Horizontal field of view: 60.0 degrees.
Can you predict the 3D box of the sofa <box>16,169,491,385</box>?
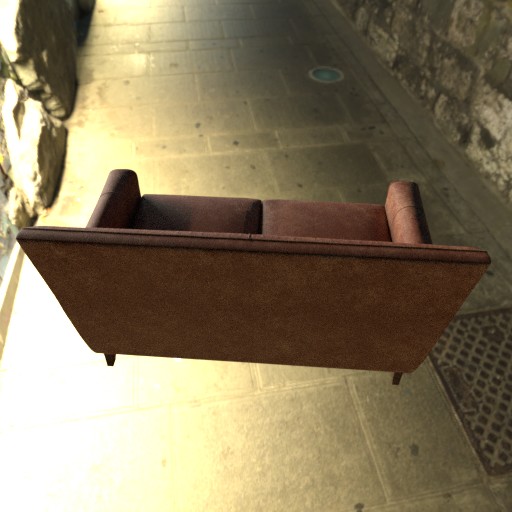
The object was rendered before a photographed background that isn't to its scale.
[{"bbox_3d":[0.000,0.000,1.938,1.473,0.871,0.787,3,47,3],"label":"sofa"}]
